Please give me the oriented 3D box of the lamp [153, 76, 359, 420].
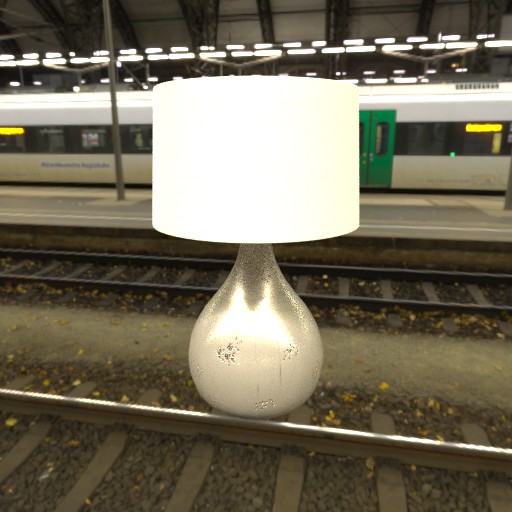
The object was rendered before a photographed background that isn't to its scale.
[{"bbox_3d":[0.000,0.000,0.741,0.330,0.521,0.330,0,14,0],"label":"lamp"}]
